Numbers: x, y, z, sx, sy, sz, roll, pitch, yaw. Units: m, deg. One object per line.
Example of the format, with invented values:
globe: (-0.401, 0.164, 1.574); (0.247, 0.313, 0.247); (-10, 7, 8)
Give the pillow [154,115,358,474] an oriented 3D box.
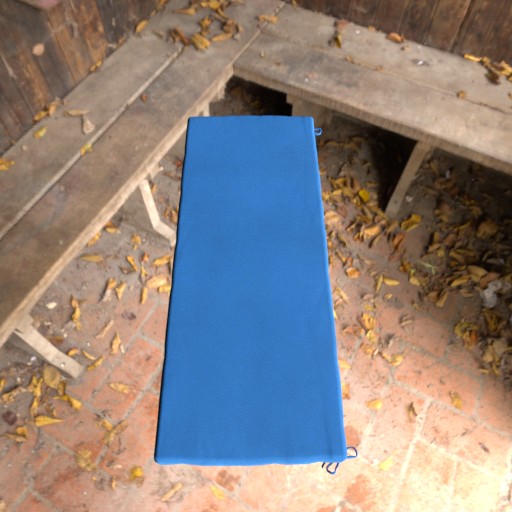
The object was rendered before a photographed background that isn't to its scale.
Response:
pillow: (0.000, 0.000, 1.339); (0.492, 0.081, 1.187); (0, 60, 0)
